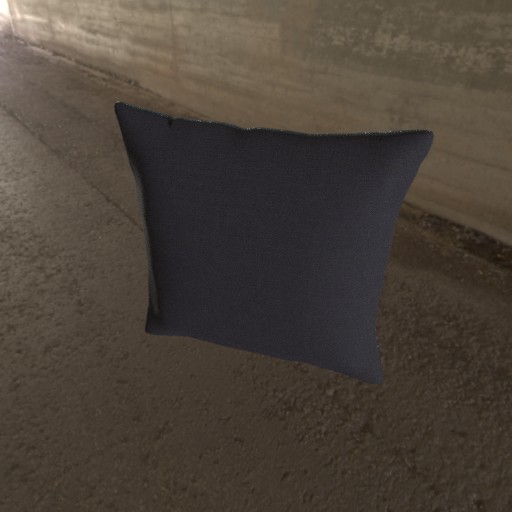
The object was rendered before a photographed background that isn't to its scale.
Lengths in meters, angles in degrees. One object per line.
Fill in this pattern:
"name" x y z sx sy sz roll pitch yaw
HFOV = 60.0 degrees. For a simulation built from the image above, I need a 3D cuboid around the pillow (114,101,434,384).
"pillow" 0.000 0.000 0.673 0.436 0.430 0.138 9 33 14
